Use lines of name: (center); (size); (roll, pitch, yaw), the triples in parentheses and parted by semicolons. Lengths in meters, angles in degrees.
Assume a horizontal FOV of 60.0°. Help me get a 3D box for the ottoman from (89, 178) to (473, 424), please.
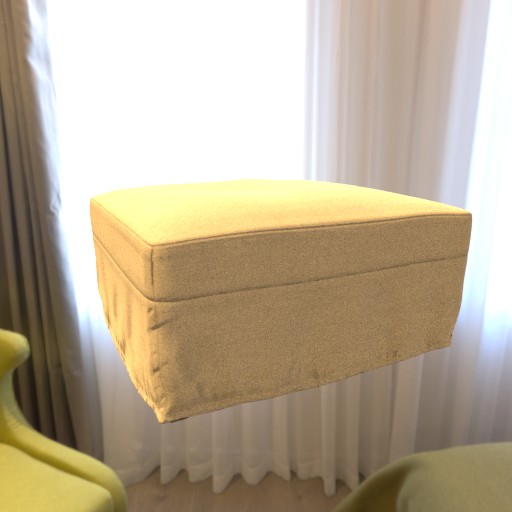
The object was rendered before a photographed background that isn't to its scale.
ottoman: (0.000, 0.000, 1.321); (0.843, 0.436, 0.840); (-7, 15, -26)
